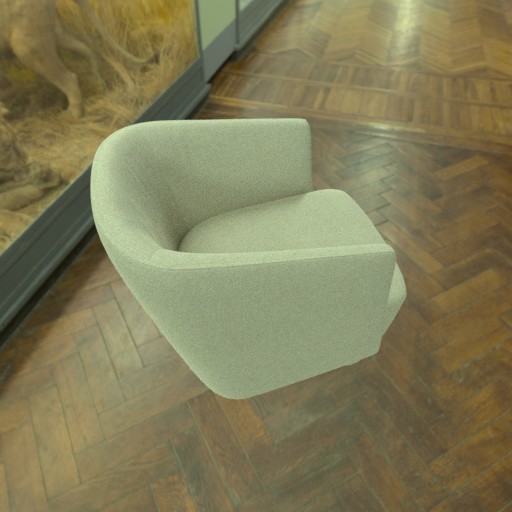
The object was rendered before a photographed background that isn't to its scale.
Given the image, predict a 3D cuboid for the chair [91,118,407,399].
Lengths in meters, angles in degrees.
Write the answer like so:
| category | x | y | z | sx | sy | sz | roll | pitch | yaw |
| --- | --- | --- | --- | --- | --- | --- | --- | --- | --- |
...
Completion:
| category | x | y | z | sx | sy | sz | roll | pitch | yaw |
| --- | --- | --- | --- | --- | --- | --- | --- | --- | --- |
| chair | 0.000 | 0.000 | 1.651 | 0.986 | 0.861 | 0.822 | -10 | 46 | -10 |
